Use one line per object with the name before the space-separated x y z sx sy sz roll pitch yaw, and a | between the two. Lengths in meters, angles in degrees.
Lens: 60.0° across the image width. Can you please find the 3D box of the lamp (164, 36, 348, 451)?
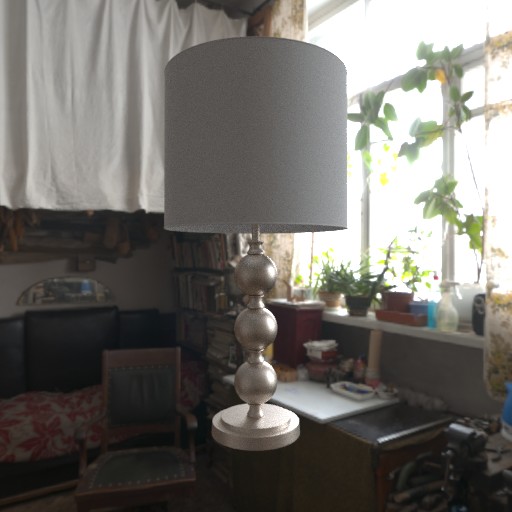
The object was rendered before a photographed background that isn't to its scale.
lamp | 0.000 0.000 0.679 0.277 0.538 0.277 0 0 18
